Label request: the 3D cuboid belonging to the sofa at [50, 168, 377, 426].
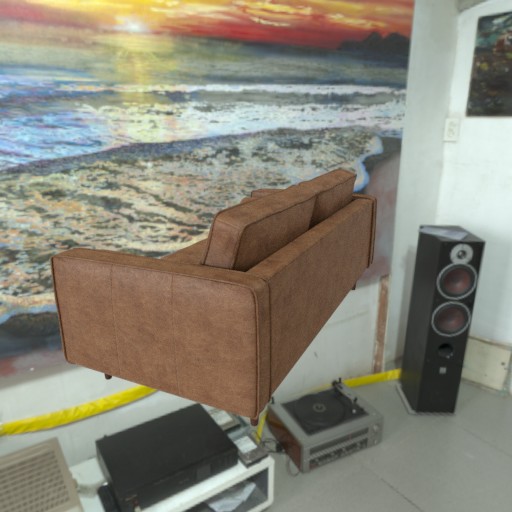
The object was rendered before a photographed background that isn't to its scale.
[{"bbox_3d":[0.000,0.000,2.417,0.924,0.825,1.920,8,19,24],"label":"sofa"}]
